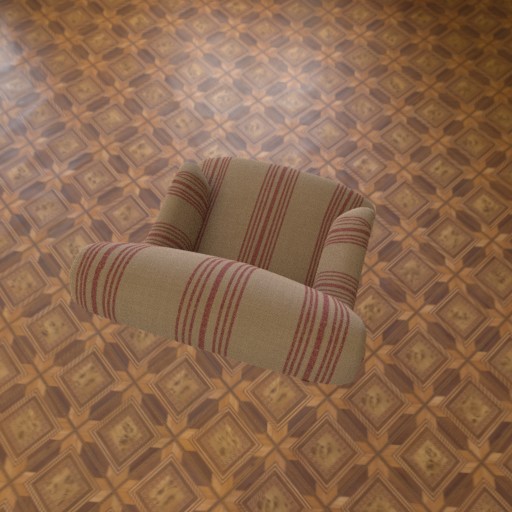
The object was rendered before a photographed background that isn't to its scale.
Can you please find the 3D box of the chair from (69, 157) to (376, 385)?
[{"bbox_3d":[0.000,0.000,1.879,0.933,1.123,1.058,15,65,7],"label":"chair"}]
